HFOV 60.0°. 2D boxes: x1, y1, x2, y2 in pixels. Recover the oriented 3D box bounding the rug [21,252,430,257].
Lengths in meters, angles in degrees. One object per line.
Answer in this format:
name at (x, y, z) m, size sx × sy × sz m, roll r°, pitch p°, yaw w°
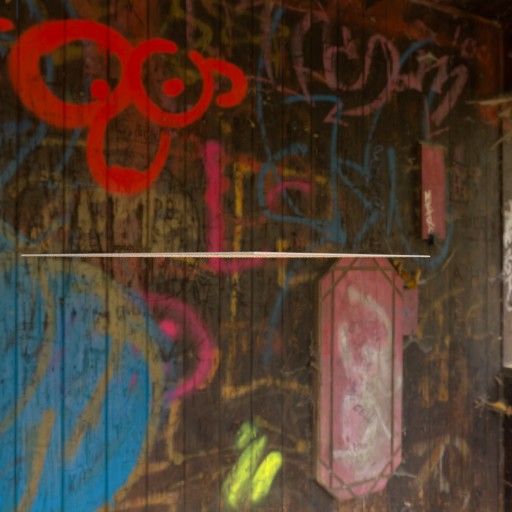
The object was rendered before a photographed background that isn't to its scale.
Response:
rug at (0.000, 0.000, 4.292) m, size 2.393 × 0.013 × 3.307 m, roll 0°, pitch -1°, yaw 36°
